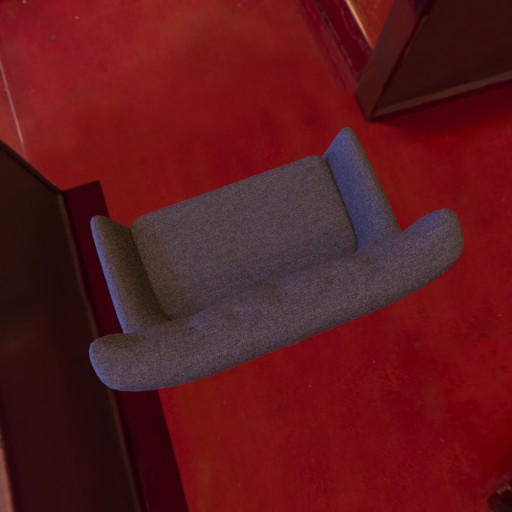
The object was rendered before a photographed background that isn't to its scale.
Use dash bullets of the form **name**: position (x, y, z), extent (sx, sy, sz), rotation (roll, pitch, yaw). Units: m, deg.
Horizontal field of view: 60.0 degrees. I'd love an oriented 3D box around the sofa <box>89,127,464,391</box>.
- **sofa**: position (0.000, 0.000, 2.029), extent (1.358, 1.028, 0.874), rotation (-20, 77, -5)
